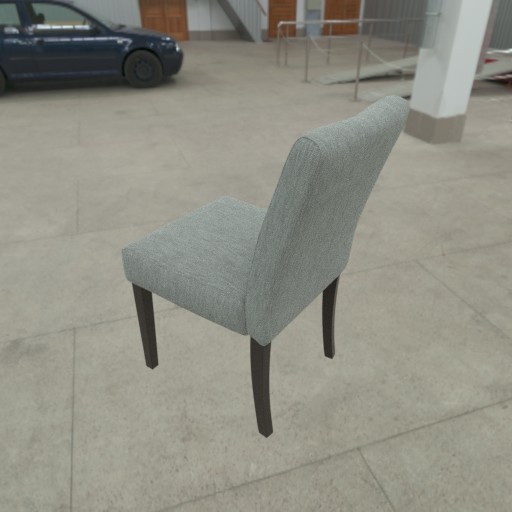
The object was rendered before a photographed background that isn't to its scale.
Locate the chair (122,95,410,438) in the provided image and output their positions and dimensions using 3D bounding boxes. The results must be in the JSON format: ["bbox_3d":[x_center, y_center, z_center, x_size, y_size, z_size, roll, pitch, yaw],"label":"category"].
[{"bbox_3d":[0.000,0.000,1.275,0.629,0.884,0.487,21,37,30],"label":"chair"}]
